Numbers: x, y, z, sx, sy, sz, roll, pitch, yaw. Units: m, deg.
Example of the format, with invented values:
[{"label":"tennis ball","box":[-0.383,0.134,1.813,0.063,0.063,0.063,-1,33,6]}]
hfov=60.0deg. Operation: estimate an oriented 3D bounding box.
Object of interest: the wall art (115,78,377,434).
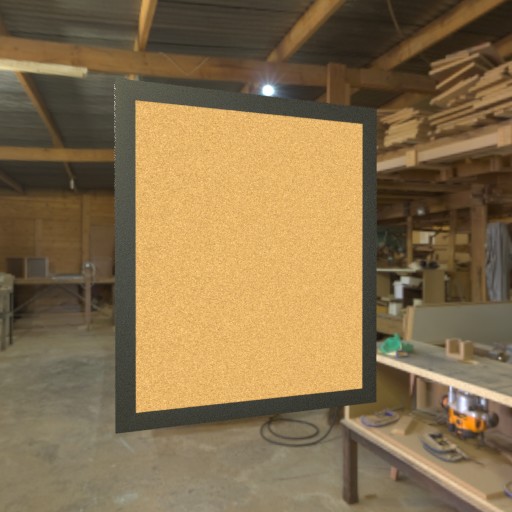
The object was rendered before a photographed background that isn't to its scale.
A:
[{"label":"wall art","box":[0.000,0.000,0.713,0.432,0.508,0.025,0,0,-18]}]
